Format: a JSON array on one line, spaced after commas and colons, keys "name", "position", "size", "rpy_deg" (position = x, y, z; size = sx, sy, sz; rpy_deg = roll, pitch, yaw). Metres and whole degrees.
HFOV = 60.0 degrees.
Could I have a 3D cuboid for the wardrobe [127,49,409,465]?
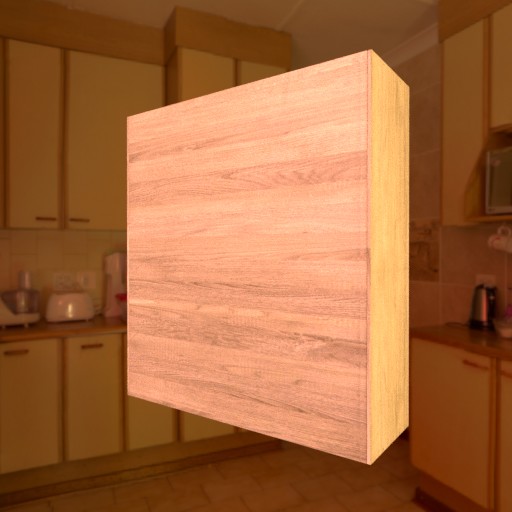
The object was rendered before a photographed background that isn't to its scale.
[{"name": "wardrobe", "position": [0.000, 0.000, 2.855], "size": [1.780, 1.960, 0.629], "rpy_deg": [0, 0, 36]}]
